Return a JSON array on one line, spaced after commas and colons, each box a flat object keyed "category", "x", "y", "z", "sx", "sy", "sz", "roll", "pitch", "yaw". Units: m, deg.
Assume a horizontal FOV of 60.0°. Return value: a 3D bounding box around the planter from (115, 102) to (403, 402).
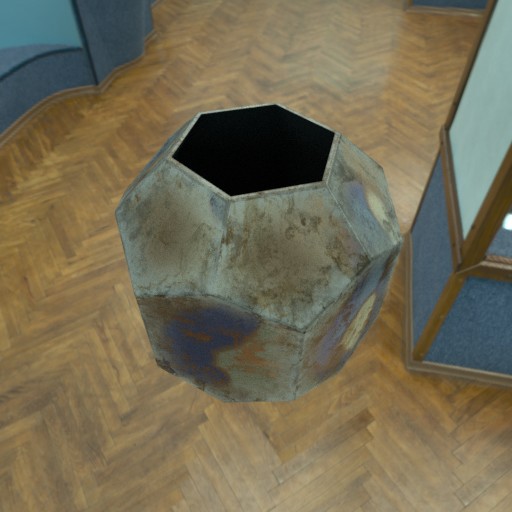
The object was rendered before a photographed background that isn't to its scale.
[{"category": "planter", "x": 0.000, "y": 0.000, "z": 0.411, "sx": 0.243, "sy": 0.238, "sz": 0.221, "roll": 11, "pitch": 48, "yaw": 10}]
